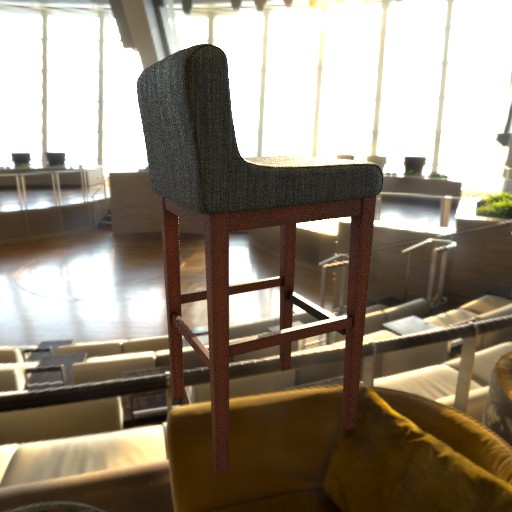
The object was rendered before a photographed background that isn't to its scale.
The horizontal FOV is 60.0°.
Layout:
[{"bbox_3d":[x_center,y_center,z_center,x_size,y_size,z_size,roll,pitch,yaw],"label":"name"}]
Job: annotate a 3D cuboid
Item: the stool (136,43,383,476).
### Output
[{"bbox_3d":[0.000,0.000,1.195,0.499,0.965,0.426,-8,17,-26],"label":"stool"}]
